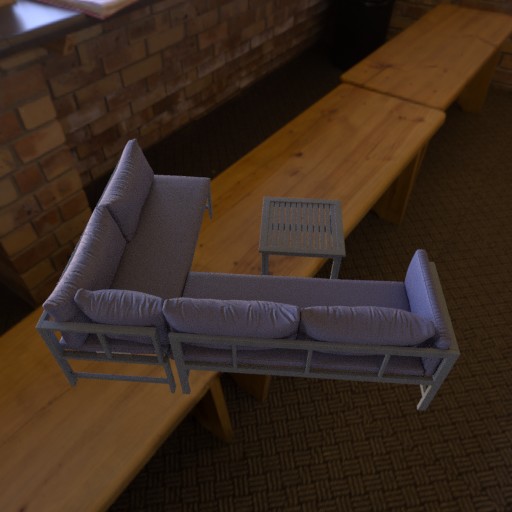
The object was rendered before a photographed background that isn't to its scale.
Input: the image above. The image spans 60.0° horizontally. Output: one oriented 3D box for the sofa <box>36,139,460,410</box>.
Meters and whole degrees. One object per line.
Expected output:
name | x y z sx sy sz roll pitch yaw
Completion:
sofa | 0.000 0.000 2.972 2.149 0.762 1.658 3 46 3
